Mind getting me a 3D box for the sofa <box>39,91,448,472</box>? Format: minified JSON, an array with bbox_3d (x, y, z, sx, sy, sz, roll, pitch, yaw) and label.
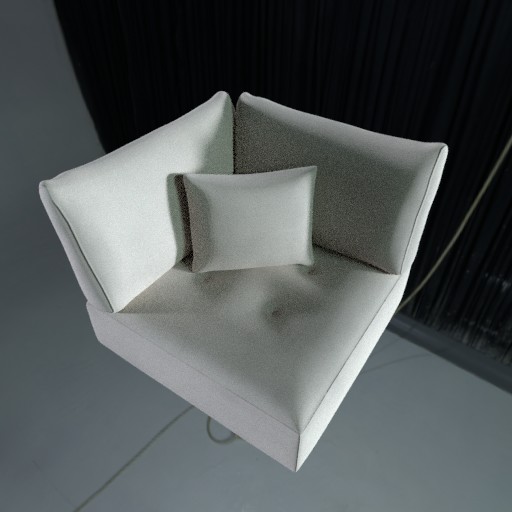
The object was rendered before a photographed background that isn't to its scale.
[{"bbox_3d":[0.000,0.000,1.704,1.000,0.820,1.000,24,46,25],"label":"sofa"}]
